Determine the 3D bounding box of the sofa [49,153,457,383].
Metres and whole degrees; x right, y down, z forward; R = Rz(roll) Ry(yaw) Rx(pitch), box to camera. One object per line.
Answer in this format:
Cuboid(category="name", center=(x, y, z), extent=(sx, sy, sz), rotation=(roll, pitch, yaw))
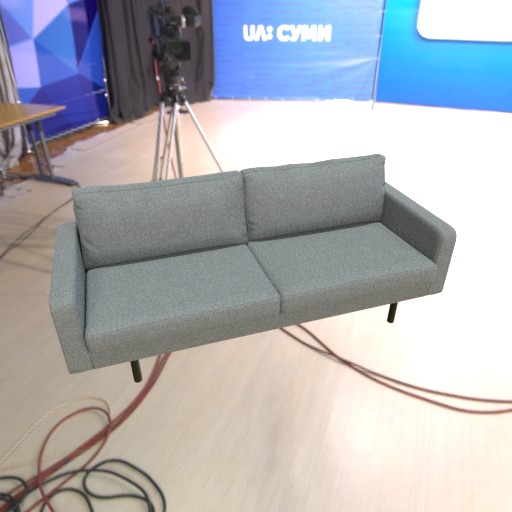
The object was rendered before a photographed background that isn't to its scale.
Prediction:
Cuboid(category="sofa", center=(0.000, 0.000, 2.668), extent=(2.200, 0.880, 0.880), rotation=(-10, 33, -15))
